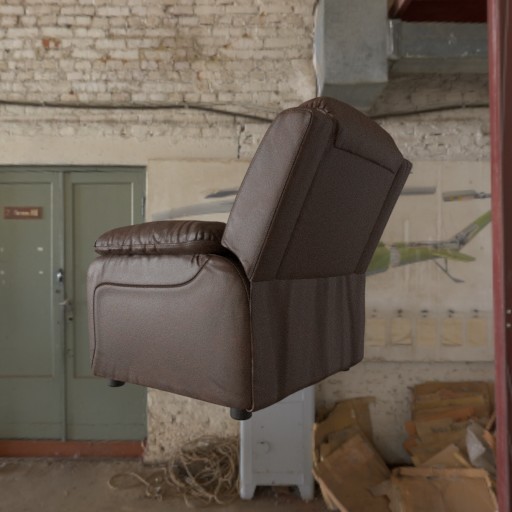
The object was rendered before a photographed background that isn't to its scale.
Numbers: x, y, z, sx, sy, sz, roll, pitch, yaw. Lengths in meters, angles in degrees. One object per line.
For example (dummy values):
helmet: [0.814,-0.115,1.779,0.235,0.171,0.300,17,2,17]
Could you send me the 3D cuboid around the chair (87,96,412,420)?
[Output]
chair: [0.000,0.000,1.249,0.707,0.702,0.680,0,0,36]
